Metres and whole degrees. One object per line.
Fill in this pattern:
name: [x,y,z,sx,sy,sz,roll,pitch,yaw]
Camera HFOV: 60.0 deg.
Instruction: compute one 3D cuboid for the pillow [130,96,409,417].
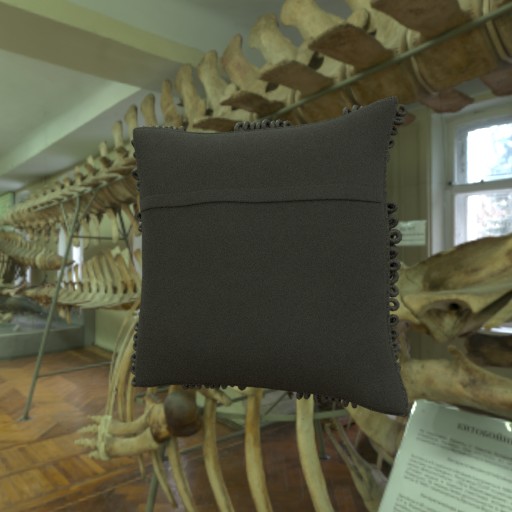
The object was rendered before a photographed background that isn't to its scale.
pillow: [0.000,0.000,0.724,0.470,0.467,0.172,0,0,18]
